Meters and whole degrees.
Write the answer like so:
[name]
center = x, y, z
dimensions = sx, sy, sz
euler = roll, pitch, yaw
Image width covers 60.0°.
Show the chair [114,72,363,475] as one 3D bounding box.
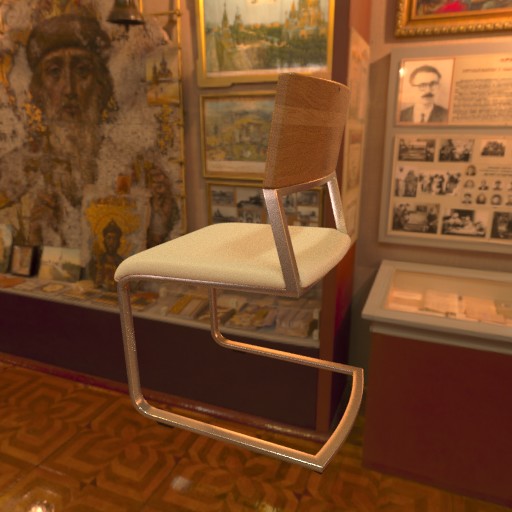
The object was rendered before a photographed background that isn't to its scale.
[chair]
center = 0.000, 0.000, 1.175
dimensions = 0.585, 0.844, 0.467
euler = 7, 18, 23
